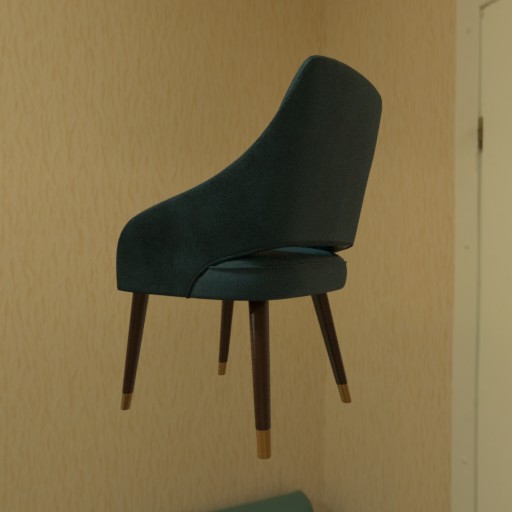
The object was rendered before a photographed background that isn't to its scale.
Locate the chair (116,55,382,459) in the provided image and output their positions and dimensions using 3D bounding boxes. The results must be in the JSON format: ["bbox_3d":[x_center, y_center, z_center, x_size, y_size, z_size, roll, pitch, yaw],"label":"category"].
[{"bbox_3d":[0.000,0.000,1.544,0.794,1.081,0.683,1,1,36],"label":"chair"}]
